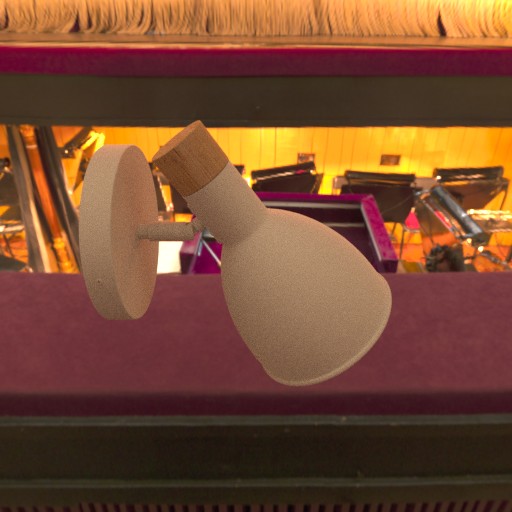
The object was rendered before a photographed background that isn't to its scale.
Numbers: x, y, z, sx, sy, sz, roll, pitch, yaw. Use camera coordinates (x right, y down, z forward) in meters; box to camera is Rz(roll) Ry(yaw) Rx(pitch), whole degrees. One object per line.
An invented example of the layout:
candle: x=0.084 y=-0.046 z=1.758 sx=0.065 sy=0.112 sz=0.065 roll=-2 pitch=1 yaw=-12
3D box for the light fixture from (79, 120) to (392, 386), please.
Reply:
light fixture: x=0.000 y=0.000 z=0.334 sx=0.209 sy=0.199 sz=0.127 roll=0 pitch=31 yaw=0
